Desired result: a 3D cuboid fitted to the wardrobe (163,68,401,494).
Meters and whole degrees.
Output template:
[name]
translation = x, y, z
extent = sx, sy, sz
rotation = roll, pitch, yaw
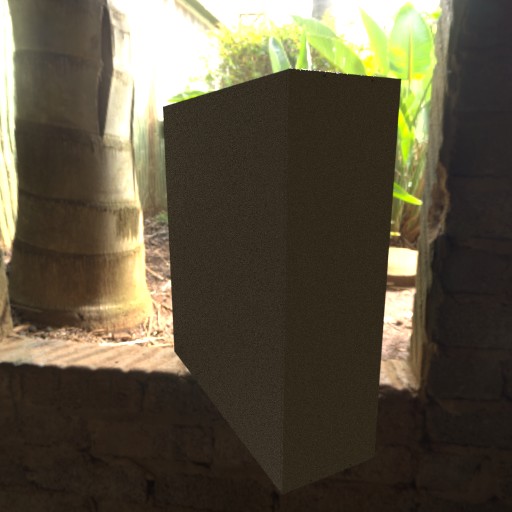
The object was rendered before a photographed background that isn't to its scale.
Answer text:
[wardrobe]
translation = 0.000, 0.000, 2.855
extent = 0.629, 1.960, 1.780
rotation = -7, 15, -26
